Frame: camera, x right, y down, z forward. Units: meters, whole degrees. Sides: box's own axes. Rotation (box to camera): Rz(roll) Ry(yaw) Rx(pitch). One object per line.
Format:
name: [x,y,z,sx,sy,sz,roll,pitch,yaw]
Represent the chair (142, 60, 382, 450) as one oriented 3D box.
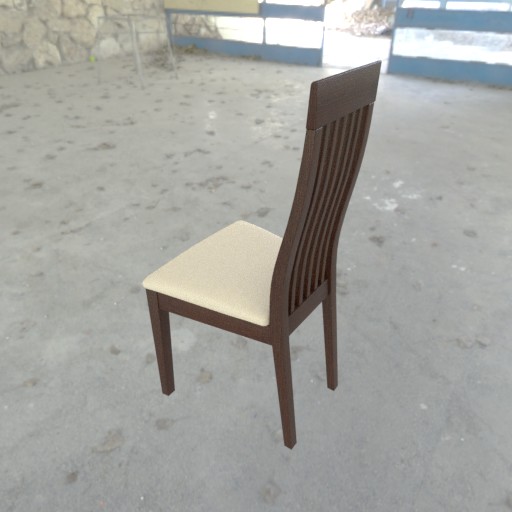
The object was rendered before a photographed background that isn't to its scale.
chair: [0.000,0.000,1.251,0.474,1.027,0.460,21,38,30]
